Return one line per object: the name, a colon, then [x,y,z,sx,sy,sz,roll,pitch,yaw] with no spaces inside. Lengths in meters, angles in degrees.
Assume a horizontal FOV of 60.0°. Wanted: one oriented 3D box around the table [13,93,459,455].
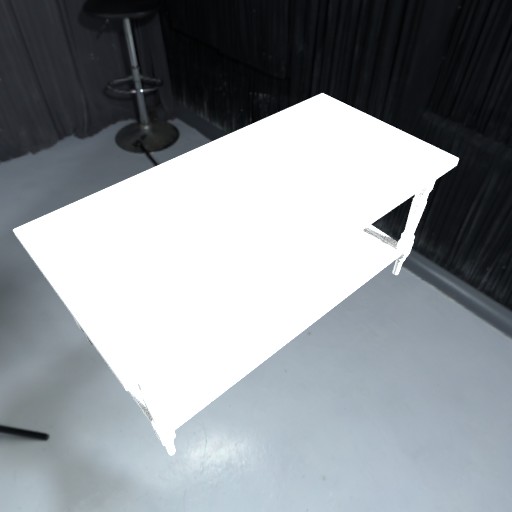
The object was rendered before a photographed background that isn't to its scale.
table: [0.000,0.000,1.378,1.107,0.510,0.550,-32,54,-27]
